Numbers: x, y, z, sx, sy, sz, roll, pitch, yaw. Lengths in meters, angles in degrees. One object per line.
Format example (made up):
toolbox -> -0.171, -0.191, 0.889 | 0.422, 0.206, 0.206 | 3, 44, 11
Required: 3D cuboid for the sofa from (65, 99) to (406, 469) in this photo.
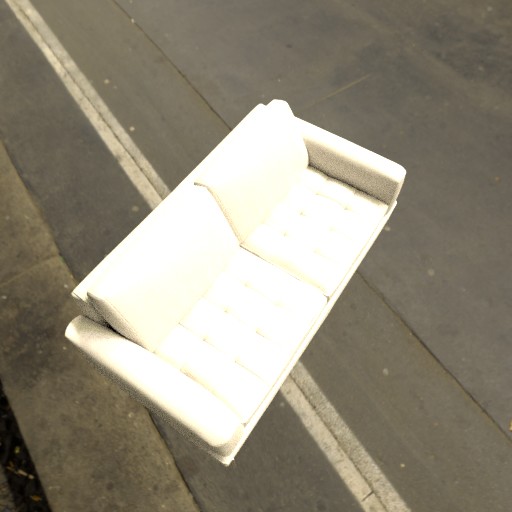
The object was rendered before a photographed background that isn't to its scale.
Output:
sofa -> 0.000, 0.000, 2.805 | 1.121, 0.930, 2.177 | 30, 64, 17
